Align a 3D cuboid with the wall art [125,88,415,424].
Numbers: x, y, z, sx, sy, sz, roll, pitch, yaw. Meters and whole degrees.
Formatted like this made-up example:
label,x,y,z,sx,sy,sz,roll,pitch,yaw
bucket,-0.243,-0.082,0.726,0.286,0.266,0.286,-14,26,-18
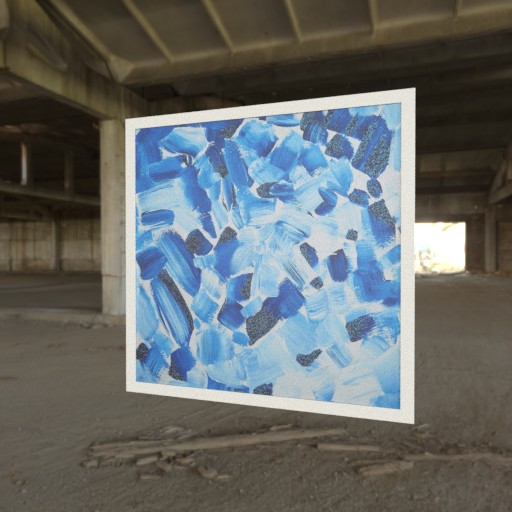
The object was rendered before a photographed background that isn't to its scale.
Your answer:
label,x,y,z,sx,sy,sz,roll,pitch,yaw
wall art,0.000,0.000,0.980,0.660,0.660,0.015,0,1,18
